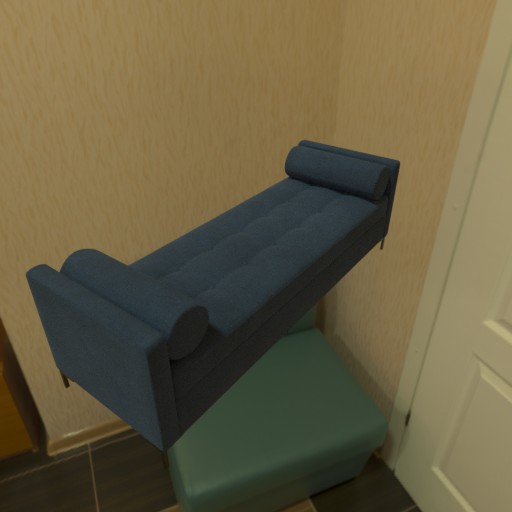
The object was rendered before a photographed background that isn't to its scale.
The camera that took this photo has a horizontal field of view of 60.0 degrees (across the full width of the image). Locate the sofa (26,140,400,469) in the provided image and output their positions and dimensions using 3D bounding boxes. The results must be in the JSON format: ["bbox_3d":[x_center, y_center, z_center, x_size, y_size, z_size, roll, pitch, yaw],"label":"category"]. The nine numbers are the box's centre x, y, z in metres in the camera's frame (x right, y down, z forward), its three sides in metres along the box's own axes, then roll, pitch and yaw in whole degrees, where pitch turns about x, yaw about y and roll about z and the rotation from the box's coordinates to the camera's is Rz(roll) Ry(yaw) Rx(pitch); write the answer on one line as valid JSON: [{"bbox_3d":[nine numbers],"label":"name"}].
[{"bbox_3d":[0.000,0.000,2.305,0.686,0.635,1.981,22,38,31],"label":"sofa"}]
